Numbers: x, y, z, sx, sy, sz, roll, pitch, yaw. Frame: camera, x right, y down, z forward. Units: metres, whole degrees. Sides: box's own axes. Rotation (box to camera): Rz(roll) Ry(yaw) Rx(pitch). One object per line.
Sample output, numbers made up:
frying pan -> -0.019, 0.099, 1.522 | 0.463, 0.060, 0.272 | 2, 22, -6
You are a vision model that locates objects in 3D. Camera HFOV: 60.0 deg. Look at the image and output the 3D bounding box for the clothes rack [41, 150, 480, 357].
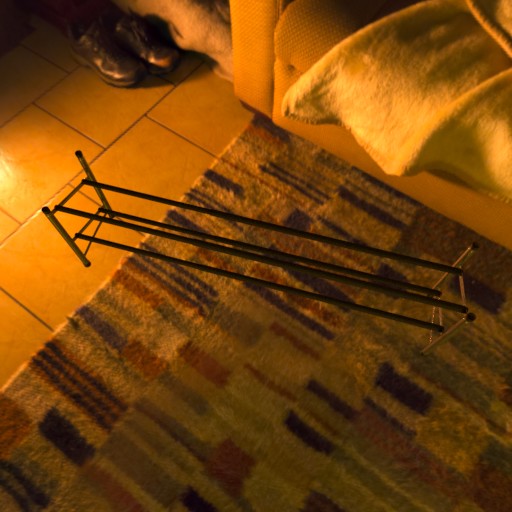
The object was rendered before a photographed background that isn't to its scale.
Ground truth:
clothes rack -> 0.000, 0.000, 1.344 | 1.168, 0.349, 0.229 | 14, 64, 7
